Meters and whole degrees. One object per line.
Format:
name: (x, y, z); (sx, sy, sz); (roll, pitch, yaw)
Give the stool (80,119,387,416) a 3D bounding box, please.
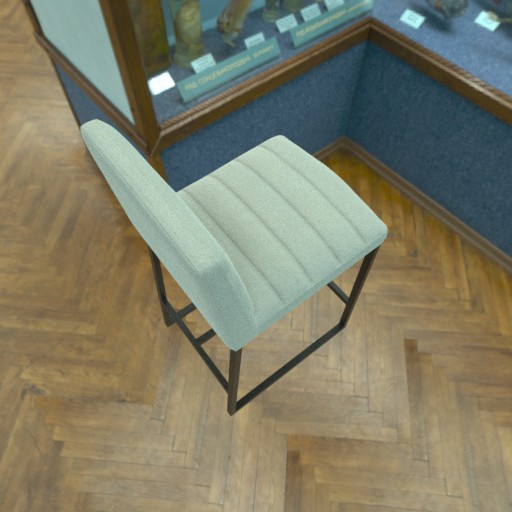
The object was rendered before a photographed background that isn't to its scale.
stool: (0.000, 0.000, 1.276); (0.567, 0.971, 0.459); (-33, 63, -19)
